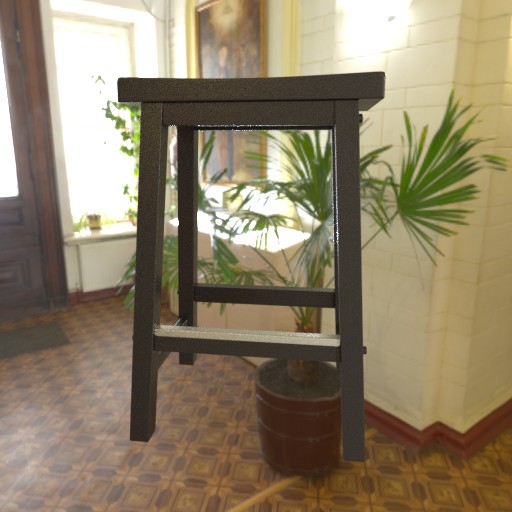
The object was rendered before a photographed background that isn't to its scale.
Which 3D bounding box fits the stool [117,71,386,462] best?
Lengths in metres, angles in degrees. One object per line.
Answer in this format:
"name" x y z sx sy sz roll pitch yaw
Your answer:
"stool" 0.000 0.000 0.838 0.406 0.610 0.322 2 14 8
